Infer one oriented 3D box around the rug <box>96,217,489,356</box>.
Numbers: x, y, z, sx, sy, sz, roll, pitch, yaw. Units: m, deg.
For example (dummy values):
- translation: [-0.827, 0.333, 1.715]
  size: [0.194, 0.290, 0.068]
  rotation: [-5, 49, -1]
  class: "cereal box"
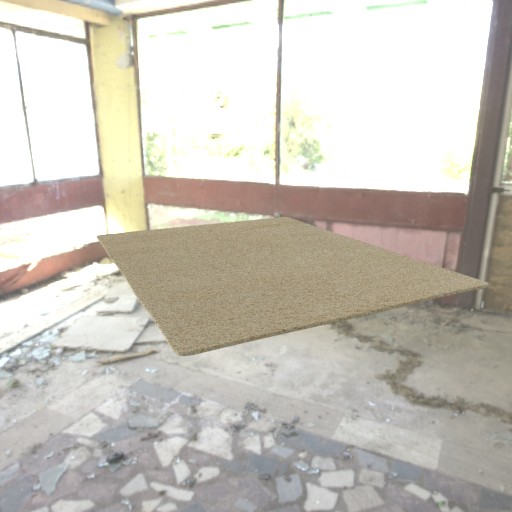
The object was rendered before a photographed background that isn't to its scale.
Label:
- translation: [0.000, 0.000, 4.051]
  size: [2.401, 0.025, 3.001]
  rotation: [-8, 18, -26]
  class: "rug"
